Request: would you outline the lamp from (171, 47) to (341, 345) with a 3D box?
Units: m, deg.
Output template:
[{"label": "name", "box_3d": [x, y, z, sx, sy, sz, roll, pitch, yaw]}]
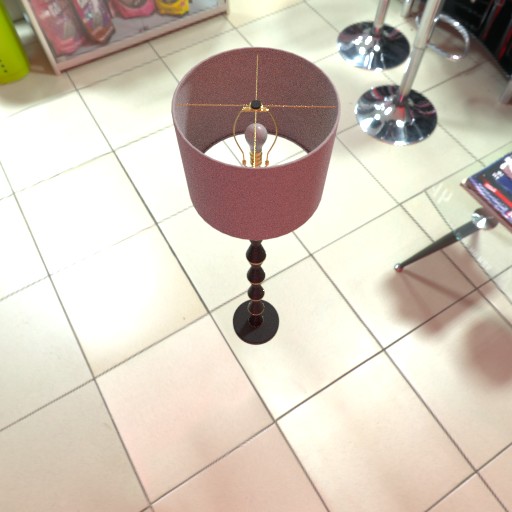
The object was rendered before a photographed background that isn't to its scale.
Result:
[{"label": "lamp", "box_3d": [0.000, 0.000, 1.651, 0.381, 1.480, 0.381, 1, 62, 1]}]
